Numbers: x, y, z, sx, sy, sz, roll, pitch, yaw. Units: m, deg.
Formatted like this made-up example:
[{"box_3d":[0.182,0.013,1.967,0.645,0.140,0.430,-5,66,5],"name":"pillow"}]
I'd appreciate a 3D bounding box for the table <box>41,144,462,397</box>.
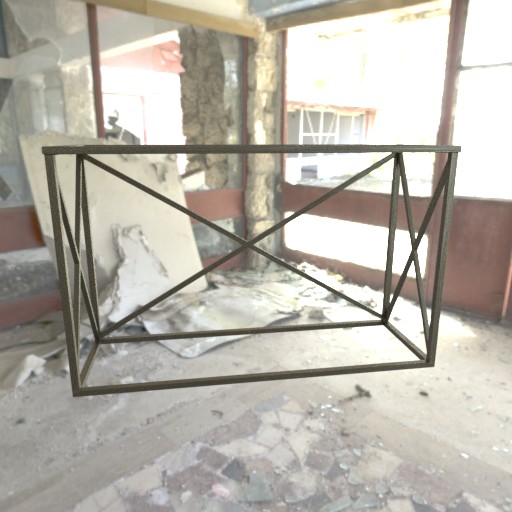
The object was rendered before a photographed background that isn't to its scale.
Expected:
[{"box_3d":[0.000,0.000,1.553,1.216,0.753,0.402,-2,15,-9],"name":"table"}]
